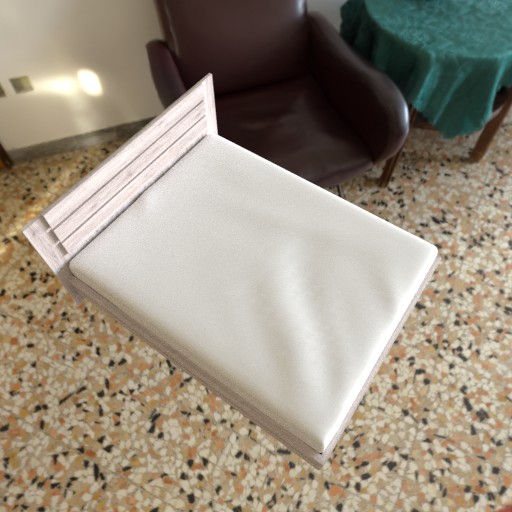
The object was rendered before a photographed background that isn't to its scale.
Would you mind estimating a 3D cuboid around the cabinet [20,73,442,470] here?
[{"bbox_3d":[0.000,0.000,2.999,2.080,0.970,1.750,31,63,18],"label":"cabinet"}]
